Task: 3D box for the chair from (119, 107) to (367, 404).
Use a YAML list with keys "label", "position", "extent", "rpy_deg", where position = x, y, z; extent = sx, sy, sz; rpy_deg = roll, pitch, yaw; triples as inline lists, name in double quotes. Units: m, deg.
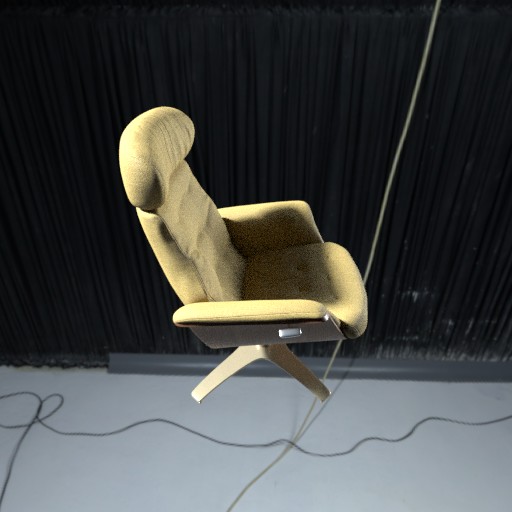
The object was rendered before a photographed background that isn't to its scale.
- label: "chair"
  position: [0.000, 0.000, 1.643]
  extent: [0.837, 0.995, 0.785]
  rpy_deg: [1, 32, 2]
